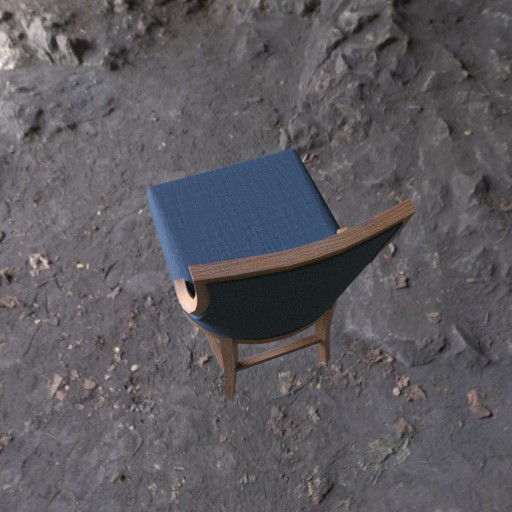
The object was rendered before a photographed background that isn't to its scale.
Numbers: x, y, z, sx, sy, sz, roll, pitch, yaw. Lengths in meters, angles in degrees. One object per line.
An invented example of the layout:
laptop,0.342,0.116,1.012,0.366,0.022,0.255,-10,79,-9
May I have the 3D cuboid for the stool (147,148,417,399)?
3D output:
stool,0.000,0.000,1.325,0.524,0.938,0.626,-17,60,-11
